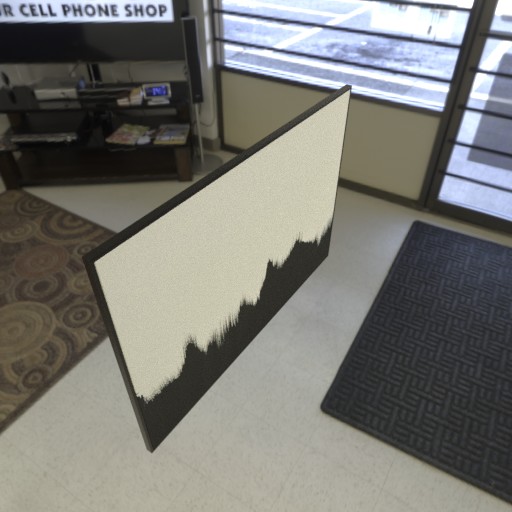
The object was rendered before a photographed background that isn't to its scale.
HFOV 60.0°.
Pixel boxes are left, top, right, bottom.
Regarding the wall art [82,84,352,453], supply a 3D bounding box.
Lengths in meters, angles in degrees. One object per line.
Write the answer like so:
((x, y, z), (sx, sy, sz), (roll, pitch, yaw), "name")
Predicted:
((0.000, 0.000, 1.228), (0.019, 0.660, 0.957), (25, 46, 26), "wall art")
